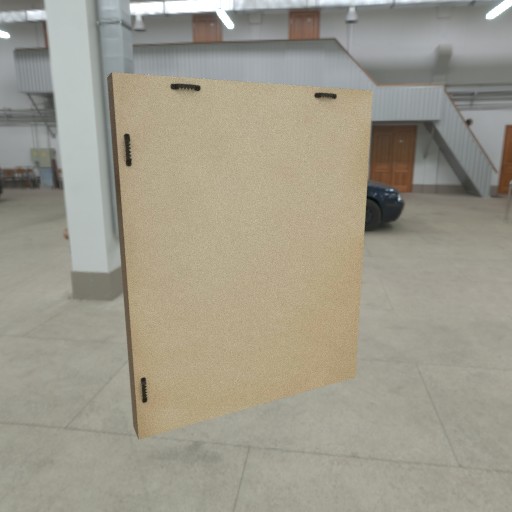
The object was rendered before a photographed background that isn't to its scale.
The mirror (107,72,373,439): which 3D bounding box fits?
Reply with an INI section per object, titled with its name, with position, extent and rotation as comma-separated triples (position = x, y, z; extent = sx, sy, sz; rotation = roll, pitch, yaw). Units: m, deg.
[mirror]
position = 0.000, 0.000, 0.697
extent = 0.406, 0.509, 0.041
rotation = -7, 15, -26
